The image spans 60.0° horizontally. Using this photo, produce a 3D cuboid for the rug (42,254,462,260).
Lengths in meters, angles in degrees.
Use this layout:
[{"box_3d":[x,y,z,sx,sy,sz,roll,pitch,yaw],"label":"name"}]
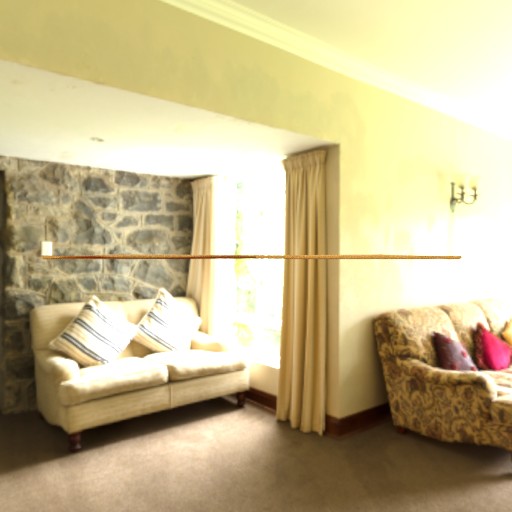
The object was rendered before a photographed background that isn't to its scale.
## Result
[{"box_3d":[0.000,0.000,4.141,2.434,0.045,3.202,0,0,2],"label":"rug"}]
